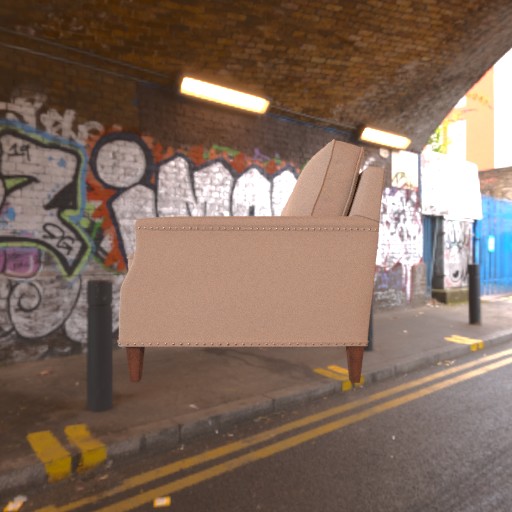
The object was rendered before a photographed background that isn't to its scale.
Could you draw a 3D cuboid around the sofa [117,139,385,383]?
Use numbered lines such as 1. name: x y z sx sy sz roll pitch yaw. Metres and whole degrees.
1. sofa: 0.000 0.000 2.844 1.084 1.003 2.246 0 0 1
